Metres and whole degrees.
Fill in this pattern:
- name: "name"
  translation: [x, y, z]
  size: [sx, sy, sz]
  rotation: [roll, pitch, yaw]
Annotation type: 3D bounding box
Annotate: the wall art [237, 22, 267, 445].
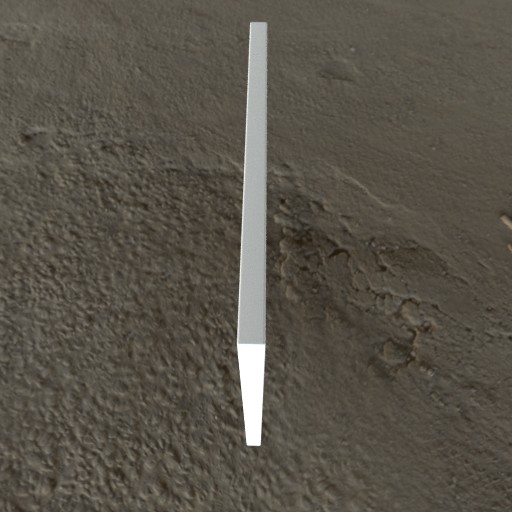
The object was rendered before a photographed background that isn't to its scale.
- name: "wall art"
  translation: [0.000, 0.000, 1.105]
  size: [0.037, 0.757, 0.757]
  rotation: [1, 58, 1]
